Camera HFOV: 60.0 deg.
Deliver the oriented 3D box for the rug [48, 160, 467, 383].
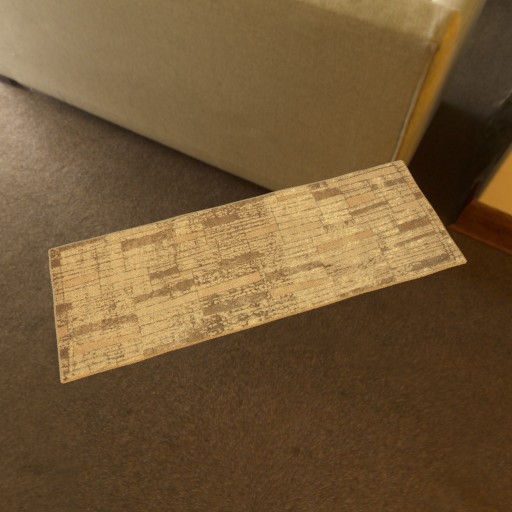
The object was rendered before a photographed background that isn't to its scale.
[{"bbox_3d":[0.000,0.000,2.669,2.383,0.018,0.857,-15,61,-9],"label":"rug"}]
